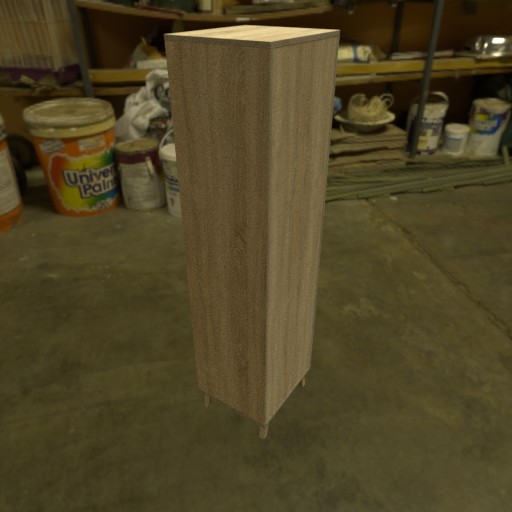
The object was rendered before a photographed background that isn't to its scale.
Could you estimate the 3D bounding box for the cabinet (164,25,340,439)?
[{"bbox_3d":[0.000,0.000,2.167,0.450,1.960,0.510,19,36,28],"label":"cabinet"}]
